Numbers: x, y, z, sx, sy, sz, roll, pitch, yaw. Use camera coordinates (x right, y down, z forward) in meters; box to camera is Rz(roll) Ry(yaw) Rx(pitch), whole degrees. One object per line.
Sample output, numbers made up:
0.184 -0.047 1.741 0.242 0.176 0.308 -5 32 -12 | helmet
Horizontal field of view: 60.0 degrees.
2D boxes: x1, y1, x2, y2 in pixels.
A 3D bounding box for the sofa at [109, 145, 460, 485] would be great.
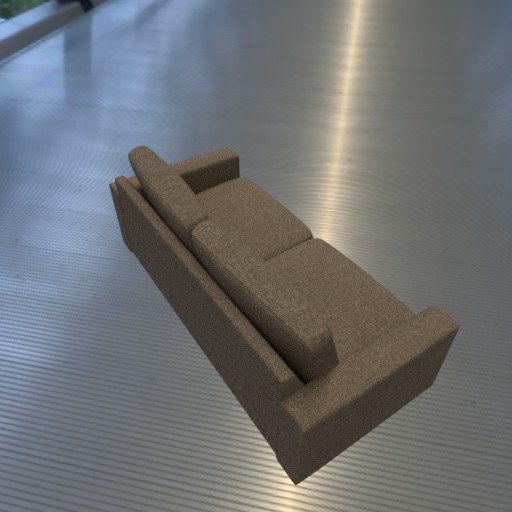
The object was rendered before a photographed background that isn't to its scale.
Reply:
0.000 0.000 2.698 1.016 0.873 2.179 -24 47 -25 | sofa
